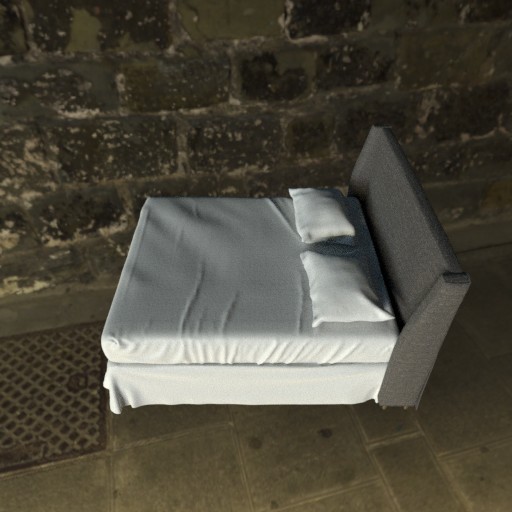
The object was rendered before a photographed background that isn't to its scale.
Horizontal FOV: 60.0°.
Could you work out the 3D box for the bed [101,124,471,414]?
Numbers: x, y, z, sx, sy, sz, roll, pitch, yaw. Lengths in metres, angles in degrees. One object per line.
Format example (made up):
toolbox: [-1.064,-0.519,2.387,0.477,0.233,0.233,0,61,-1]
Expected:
bed: [0.000,0.000,3.439,2.276,1.332,1.925,0,41,0]
